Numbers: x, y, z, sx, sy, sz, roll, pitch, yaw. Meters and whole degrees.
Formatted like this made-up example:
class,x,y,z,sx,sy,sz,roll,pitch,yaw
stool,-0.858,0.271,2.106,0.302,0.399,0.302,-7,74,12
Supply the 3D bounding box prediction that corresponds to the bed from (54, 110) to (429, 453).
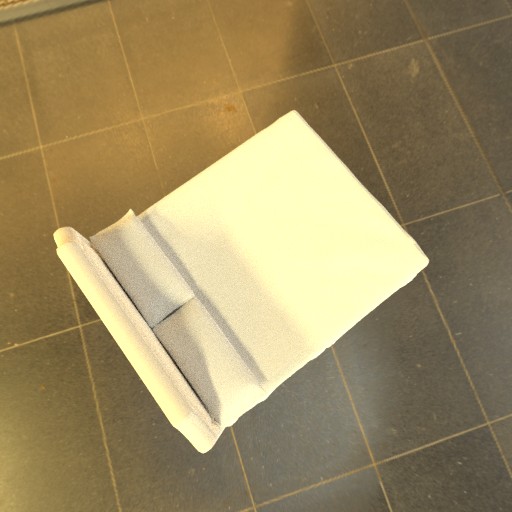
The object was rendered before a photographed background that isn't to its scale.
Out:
class,x,y,z,sx,sy,sz,roll,pitch,yaw
bed,0.000,0.000,4.006,2.548,1.524,2.134,-36,78,-9
